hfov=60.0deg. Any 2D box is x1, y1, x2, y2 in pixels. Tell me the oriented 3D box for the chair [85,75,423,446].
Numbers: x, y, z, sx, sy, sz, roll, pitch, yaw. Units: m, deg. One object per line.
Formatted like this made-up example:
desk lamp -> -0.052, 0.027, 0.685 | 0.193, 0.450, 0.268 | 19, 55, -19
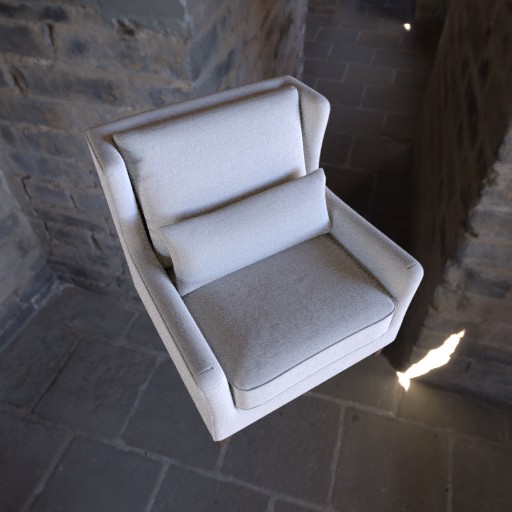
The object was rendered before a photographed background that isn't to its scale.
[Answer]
chair -> 0.000, 0.000, 1.905 | 0.982, 1.056, 1.040 | -23, 51, -20
